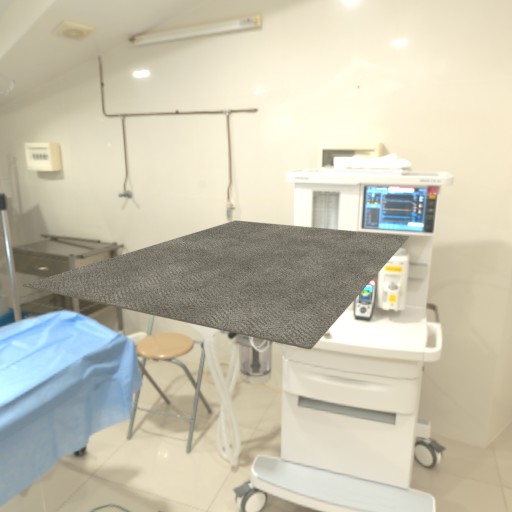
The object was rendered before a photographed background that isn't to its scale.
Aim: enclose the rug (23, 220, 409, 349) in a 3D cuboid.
[{"bbox_3d":[0.000,0.000,2.924,1.600,0.008,2.235,7,16,26],"label":"rug"}]
